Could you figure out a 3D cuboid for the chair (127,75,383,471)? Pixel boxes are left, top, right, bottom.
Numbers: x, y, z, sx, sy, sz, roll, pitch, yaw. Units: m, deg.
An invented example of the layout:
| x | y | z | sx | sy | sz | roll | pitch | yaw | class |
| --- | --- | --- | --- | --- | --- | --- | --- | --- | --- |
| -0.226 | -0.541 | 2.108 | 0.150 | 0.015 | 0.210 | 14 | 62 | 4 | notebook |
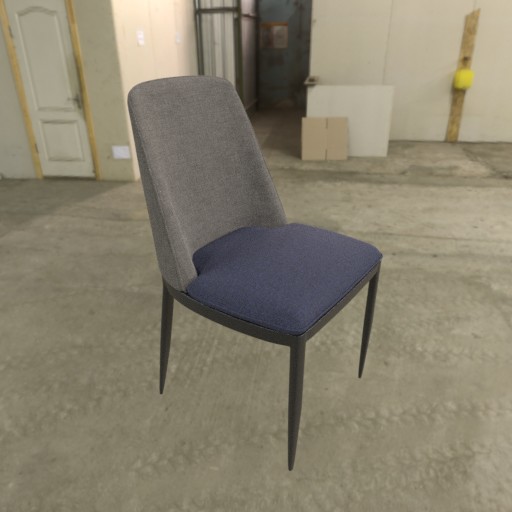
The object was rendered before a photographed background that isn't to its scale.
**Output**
| x | y | z | sx | sy | sz | roll | pitch | yaw | class |
| --- | --- | --- | --- | --- | --- | --- | --- | --- | --- |
| 0.000 | 0.000 | 1.171 | 0.550 | 0.855 | 0.488 | 18 | 32 | 32 | chair |
